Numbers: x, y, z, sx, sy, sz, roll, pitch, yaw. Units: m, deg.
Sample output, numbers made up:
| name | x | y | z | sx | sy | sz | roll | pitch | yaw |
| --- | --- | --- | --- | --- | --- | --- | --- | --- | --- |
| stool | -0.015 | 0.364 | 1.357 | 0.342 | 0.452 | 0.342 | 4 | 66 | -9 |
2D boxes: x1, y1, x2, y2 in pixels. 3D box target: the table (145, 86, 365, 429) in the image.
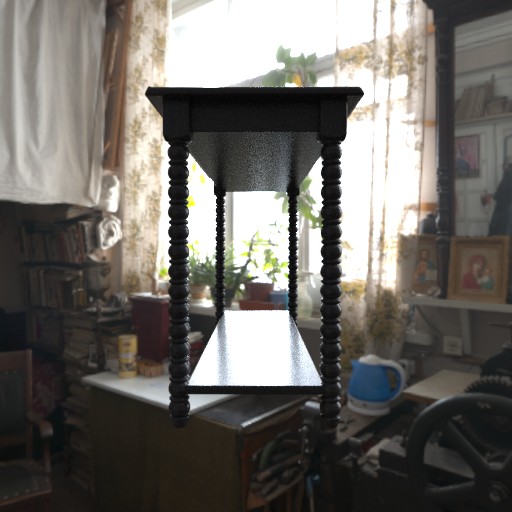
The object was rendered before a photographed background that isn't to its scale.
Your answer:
| name | x | y | z | sx | sy | sz | roll | pitch | yaw |
| --- | --- | --- | --- | --- | --- | --- | --- | --- | --- |
| table | 0.000 | 0.000 | 1.514 | 0.459 | 0.735 | 1.184 | 0 | 1 | 0 |
